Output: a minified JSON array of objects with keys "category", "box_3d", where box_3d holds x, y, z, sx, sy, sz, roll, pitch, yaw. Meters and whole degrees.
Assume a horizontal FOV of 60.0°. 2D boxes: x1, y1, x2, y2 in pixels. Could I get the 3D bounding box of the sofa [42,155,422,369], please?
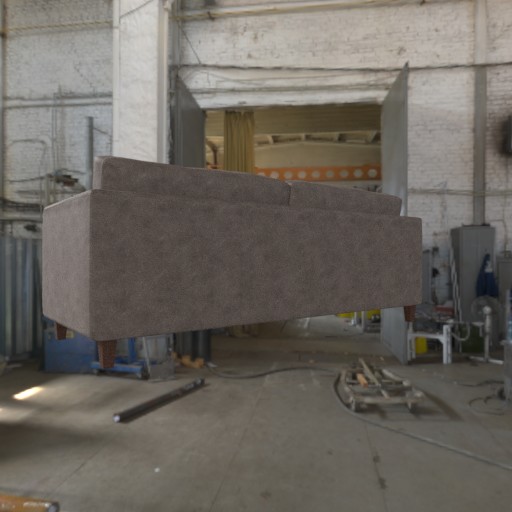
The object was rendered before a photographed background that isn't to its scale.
[{"category":"sofa","box_3d":[0.000,0.000,2.924,2.434,0.965,0.951,0,0,-37]}]
